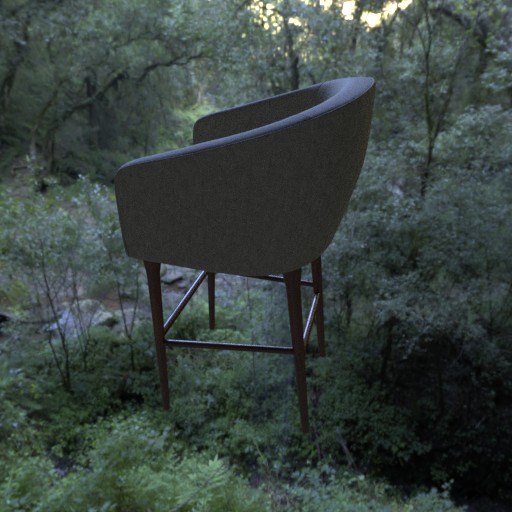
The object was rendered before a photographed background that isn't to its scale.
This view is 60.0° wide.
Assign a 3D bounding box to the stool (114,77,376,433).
[{"bbox_3d":[0.000,0.000,1.418,0.607,1.078,0.559,8,32,14],"label":"stool"}]
